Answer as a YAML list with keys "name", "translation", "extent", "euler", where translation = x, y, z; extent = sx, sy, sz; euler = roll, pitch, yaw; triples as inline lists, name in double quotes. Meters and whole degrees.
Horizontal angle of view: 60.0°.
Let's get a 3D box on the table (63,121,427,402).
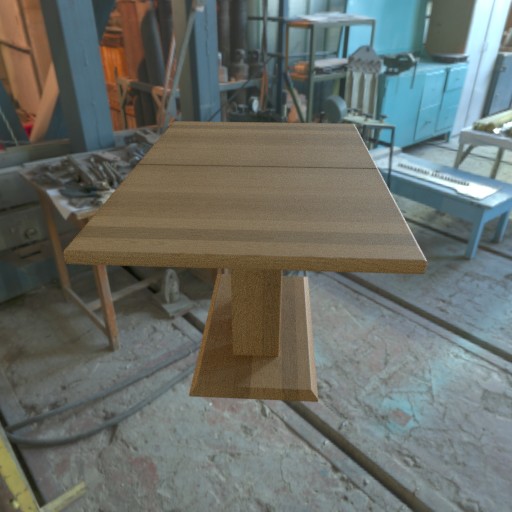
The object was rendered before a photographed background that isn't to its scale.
- name: "table"
  translation: [0.000, 0.000, 1.834]
  extent: [0.900, 0.770, 1.300]
  euler: [2, 31, 3]
